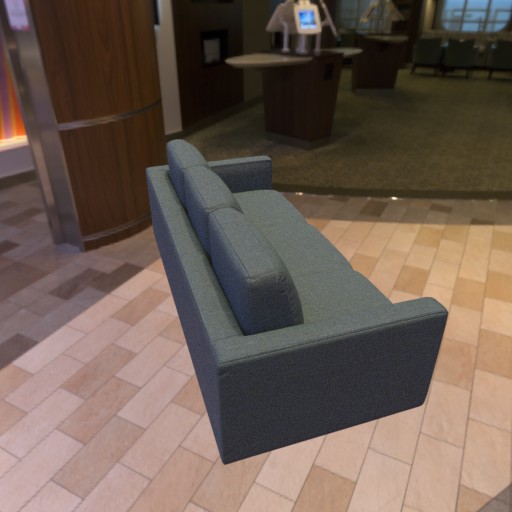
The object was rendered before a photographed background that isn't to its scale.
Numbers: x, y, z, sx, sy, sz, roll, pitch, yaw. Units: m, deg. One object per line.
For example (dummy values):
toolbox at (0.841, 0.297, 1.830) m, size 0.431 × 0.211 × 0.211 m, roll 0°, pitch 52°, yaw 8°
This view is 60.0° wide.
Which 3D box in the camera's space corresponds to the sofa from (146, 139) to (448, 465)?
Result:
sofa at (0.000, 0.000, 2.472) m, size 0.935 × 0.945 × 2.013 m, roll -10°, pitch 31°, yaw -16°
